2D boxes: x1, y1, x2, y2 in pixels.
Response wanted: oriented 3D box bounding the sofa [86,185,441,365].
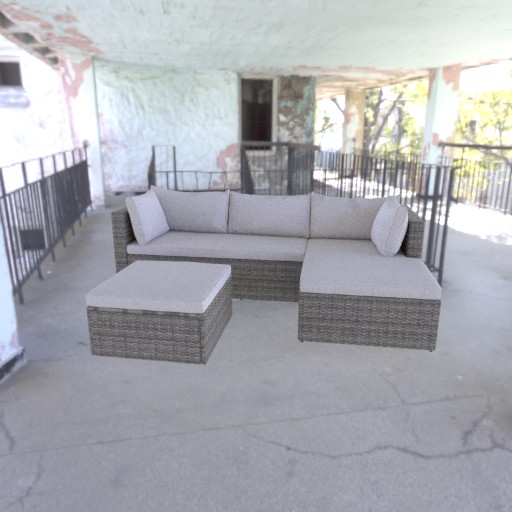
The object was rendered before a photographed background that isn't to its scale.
[{"bbox_3d":[0.000,0.000,2.998,2.192,0.766,1.662,3,16,9],"label":"sofa"}]
